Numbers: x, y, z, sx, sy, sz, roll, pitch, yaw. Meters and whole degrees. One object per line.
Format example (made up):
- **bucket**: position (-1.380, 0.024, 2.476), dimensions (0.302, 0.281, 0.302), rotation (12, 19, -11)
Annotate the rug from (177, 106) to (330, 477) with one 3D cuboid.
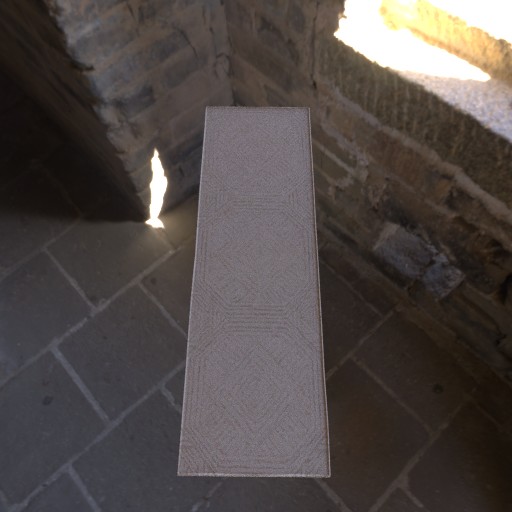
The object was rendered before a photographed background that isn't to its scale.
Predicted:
- **rug**: position (0.000, 0.000, 2.754), dimensions (0.775, 0.012, 2.452), rotation (0, 64, 0)
